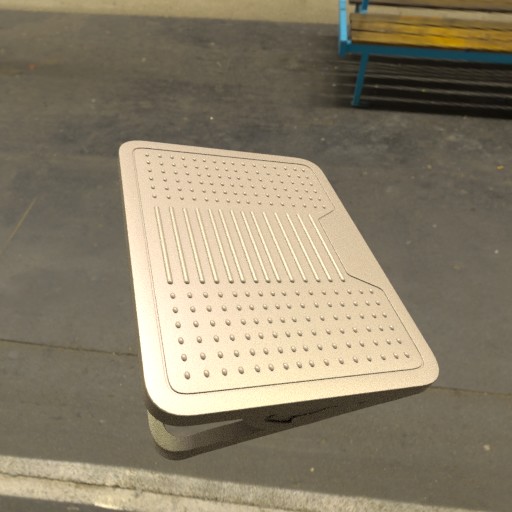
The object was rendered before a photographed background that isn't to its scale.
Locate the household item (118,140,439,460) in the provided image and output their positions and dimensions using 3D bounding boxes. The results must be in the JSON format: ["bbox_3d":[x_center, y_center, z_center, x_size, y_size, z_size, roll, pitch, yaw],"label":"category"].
[{"bbox_3d":[0.000,0.000,0.527,0.301,0.126,0.390,-11,49,-10],"label":"household item"}]
